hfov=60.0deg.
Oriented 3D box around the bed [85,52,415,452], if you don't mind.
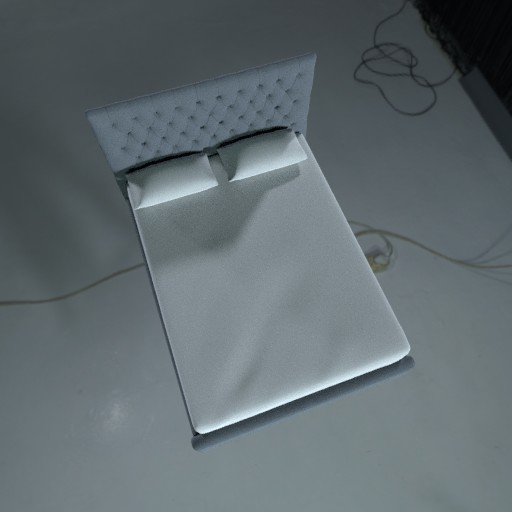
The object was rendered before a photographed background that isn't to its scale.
[{"bbox_3d":[0.000,0.000,3.296,1.698,1.427,2.231,-18,66,-8],"label":"bed"}]
